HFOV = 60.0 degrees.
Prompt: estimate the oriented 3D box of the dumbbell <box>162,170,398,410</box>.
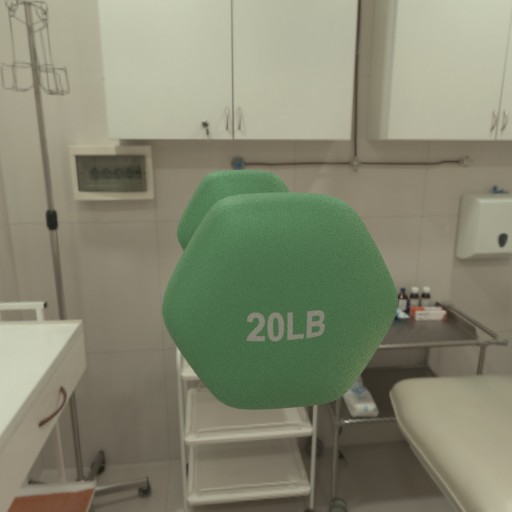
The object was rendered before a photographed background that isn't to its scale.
[{"bbox_3d":[0.000,0.000,0.339,0.129,0.117,0.260,-2,15,-7],"label":"dumbbell"}]
